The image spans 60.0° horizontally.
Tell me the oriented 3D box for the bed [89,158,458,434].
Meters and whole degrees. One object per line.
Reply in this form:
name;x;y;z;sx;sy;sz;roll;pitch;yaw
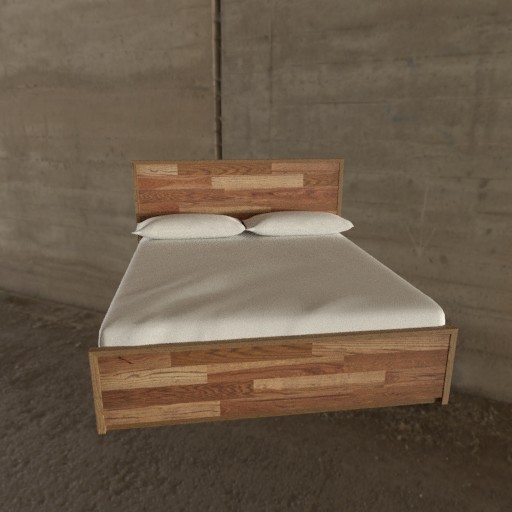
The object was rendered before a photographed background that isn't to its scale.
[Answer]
bed;0.000;0.000;3.373;2.013;1.295;2.184;-2;16;-7
